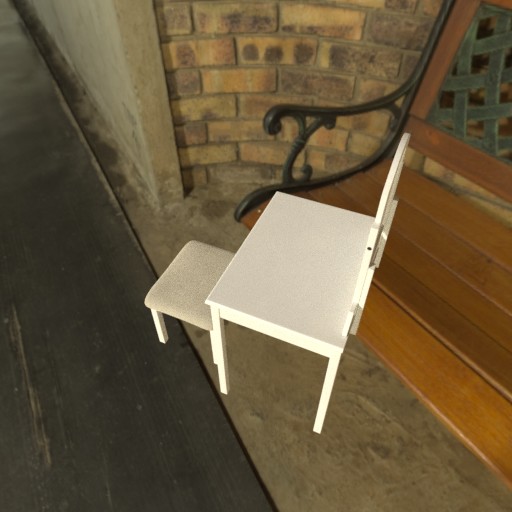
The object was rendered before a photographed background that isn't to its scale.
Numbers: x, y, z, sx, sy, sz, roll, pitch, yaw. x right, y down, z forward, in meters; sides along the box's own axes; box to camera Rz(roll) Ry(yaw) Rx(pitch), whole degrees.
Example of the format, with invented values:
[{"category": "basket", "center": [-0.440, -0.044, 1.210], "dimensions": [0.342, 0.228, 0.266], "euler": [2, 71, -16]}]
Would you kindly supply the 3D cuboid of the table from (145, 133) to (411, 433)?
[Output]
[{"category": "table", "center": [0.000, 0.000, 2.329], "dimensions": [1.211, 1.631, 0.876], "euler": [18, 49, 16]}]
